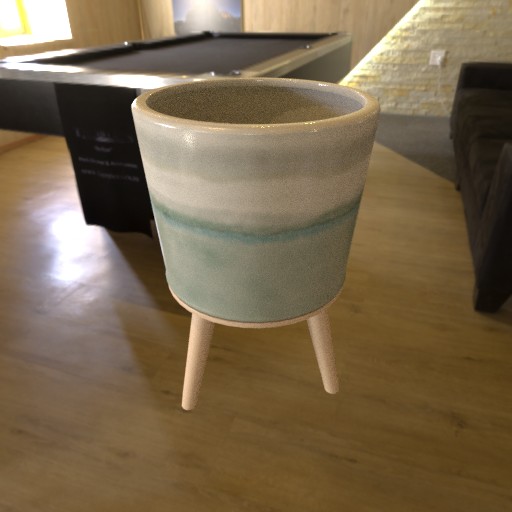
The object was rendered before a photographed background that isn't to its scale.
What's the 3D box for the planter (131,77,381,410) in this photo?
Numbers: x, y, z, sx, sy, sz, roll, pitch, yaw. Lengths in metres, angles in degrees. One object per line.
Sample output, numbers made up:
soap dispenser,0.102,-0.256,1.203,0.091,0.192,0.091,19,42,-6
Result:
planter,0.000,0.000,0.585,0.265,0.404,0.265,20,36,29
